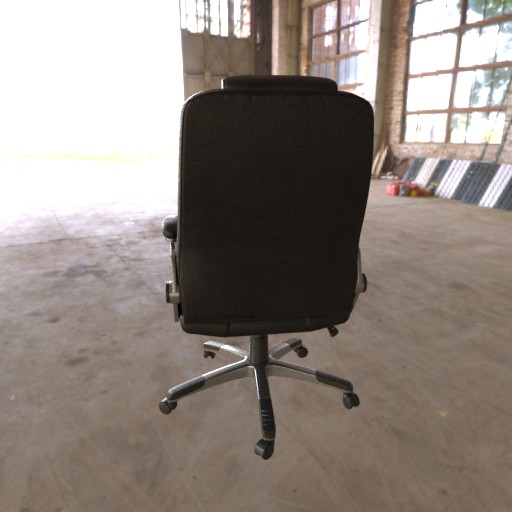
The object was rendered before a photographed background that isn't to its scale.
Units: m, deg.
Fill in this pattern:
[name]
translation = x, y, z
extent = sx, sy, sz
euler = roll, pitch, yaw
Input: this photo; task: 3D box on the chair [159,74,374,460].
[chair]
translation = 0.000, 0.000, 1.494
extent = 0.697, 1.075, 0.689
euler = -2, 16, -8
